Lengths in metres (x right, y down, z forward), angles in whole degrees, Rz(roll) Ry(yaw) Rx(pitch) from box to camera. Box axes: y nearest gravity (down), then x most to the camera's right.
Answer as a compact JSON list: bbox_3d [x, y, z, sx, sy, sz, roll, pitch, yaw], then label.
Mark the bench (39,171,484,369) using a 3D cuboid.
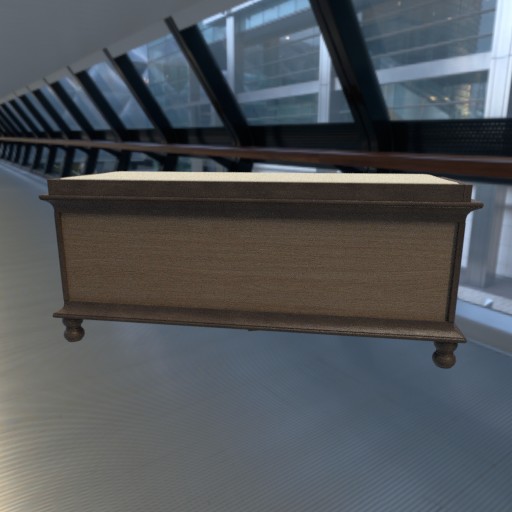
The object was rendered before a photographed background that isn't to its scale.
[{"bbox_3d":[0.000,0.000,1.407,1.185,0.501,0.402,2,14,9],"label":"bench"}]
